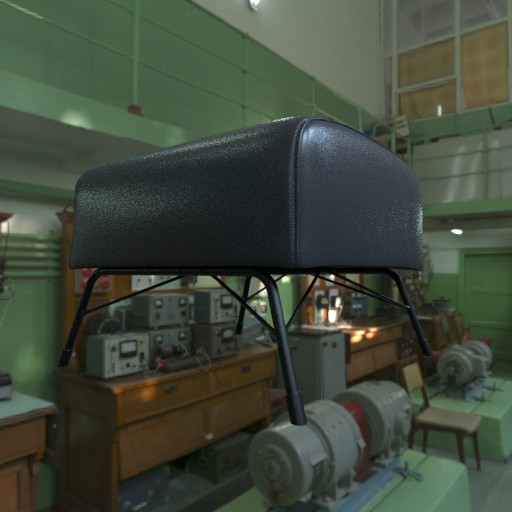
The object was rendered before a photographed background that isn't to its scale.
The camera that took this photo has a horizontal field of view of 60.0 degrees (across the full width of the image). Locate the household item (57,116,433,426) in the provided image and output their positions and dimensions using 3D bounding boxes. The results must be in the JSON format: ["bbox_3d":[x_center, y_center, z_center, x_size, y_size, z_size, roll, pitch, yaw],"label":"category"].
[{"bbox_3d":[0.000,0.000,0.877,0.530,0.410,0.530,-1,-2,37],"label":"household item"}]
